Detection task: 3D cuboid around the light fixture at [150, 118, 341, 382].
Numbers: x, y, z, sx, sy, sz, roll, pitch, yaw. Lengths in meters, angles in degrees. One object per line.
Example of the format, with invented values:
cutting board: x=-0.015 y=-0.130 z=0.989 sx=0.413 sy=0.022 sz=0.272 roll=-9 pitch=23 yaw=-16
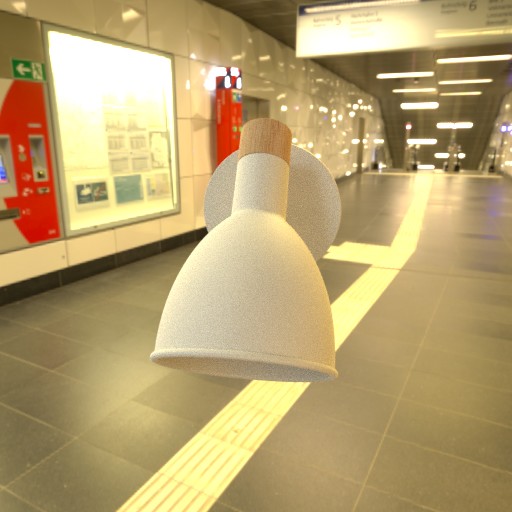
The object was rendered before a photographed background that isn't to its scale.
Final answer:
light fixture: x=0.000 y=0.000 z=0.330 sx=0.127 sy=0.199 sz=0.209 roll=2 pitch=15 yaw=9
